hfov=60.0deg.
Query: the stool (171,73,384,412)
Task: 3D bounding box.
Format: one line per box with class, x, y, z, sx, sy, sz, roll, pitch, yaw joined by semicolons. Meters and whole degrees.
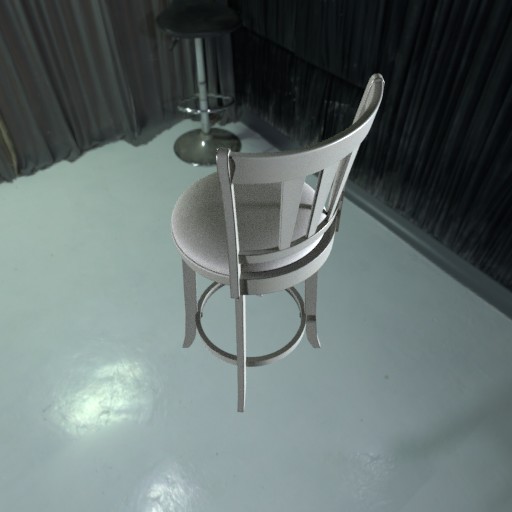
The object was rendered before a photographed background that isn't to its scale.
stool;0.000;0.000;1.274;0.436;1.042;0.475;-33;55;-26
